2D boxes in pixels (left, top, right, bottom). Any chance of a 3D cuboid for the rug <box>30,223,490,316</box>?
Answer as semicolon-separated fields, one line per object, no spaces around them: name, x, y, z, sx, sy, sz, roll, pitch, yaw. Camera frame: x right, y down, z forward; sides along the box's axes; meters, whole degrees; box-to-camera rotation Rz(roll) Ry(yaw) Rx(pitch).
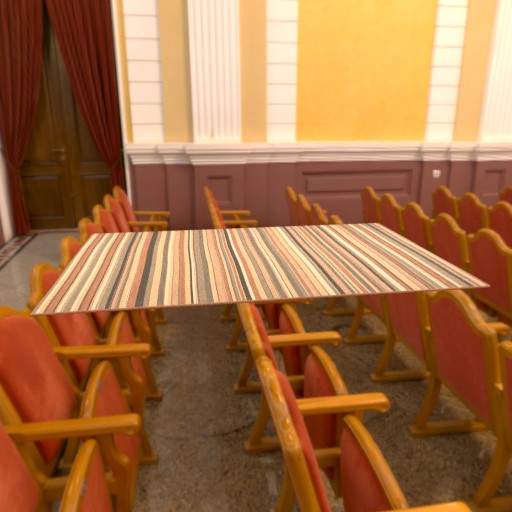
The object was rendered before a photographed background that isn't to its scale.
rug;0.000;0.000;3.026;2.438;0.014;1.523;-3;18;-8
